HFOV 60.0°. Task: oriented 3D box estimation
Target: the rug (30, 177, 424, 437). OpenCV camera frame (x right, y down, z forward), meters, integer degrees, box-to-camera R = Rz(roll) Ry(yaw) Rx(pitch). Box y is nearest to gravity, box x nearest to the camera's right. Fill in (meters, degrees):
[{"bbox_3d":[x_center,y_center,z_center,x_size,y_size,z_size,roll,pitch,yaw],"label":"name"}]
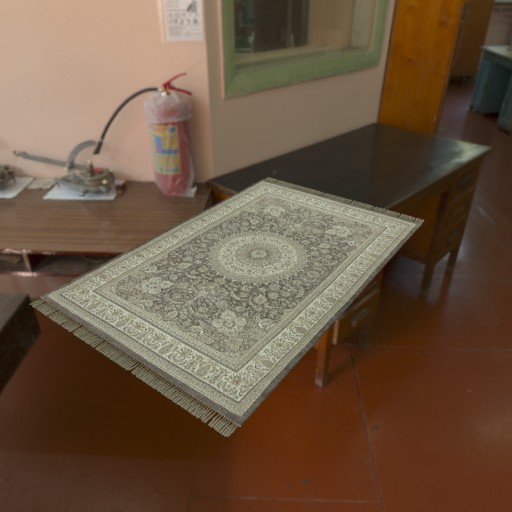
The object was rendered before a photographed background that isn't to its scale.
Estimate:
[{"bbox_3d":[0.000,0.000,4.276,2.143,0.015,3.422,21,38,30],"label":"rug"}]
